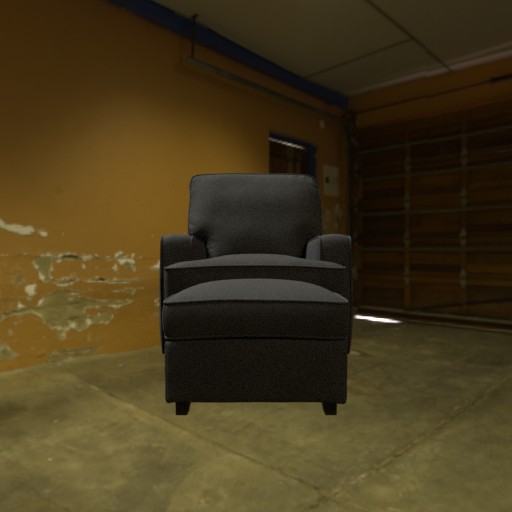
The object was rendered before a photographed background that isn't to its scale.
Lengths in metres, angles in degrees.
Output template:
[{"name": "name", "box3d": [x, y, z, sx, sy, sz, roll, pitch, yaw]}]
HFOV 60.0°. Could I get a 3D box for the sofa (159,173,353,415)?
[{"name": "sofa", "box3d": [0.000, 0.000, 2.012, 0.861, 0.959, 1.472, 0, 0, 0]}]
